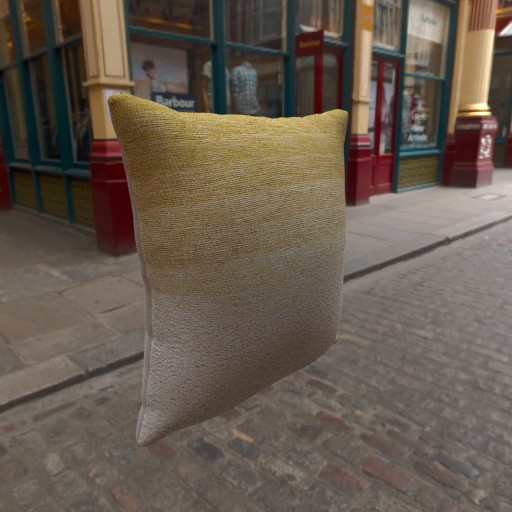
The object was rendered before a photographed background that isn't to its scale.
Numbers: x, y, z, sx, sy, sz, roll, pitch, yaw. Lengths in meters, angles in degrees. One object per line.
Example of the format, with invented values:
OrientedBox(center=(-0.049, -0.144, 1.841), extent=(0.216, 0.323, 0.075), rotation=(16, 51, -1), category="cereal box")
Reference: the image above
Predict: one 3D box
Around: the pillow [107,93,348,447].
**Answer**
OrientedBox(center=(0.000, 0.000, 0.689), extent=(0.450, 0.450, 0.211), rotation=(-14, 21, -43), category="pillow")
